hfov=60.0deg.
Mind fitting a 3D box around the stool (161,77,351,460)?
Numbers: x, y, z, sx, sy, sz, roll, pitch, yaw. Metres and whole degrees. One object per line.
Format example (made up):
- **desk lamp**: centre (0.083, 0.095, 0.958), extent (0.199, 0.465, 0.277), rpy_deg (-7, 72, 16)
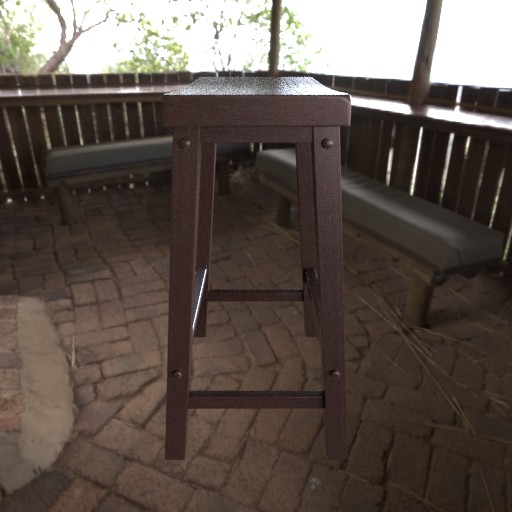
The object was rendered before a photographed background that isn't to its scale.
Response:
- **stool**: centre (0.000, 0.000, 0.840), extent (0.322, 0.610, 0.406), rpy_deg (0, 25, 0)
